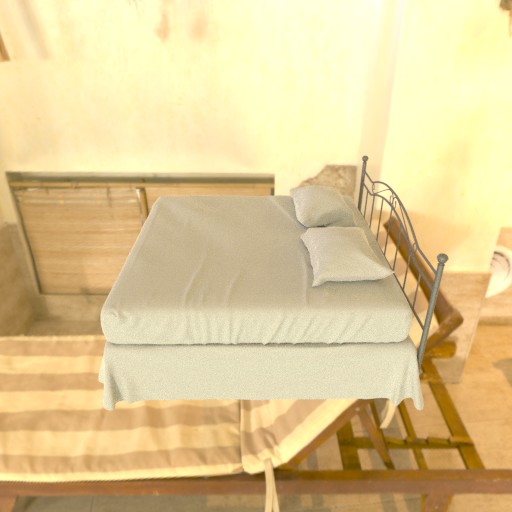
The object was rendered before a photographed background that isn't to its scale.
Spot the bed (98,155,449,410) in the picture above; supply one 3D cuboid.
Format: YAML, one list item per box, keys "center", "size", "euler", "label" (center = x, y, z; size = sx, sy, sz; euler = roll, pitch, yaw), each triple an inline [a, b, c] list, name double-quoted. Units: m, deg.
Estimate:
- center: [0.000, 0.000, 3.617]
  size: [2.220, 1.080, 2.309]
  euler: [0, 29, 0]
  label: "bed"
